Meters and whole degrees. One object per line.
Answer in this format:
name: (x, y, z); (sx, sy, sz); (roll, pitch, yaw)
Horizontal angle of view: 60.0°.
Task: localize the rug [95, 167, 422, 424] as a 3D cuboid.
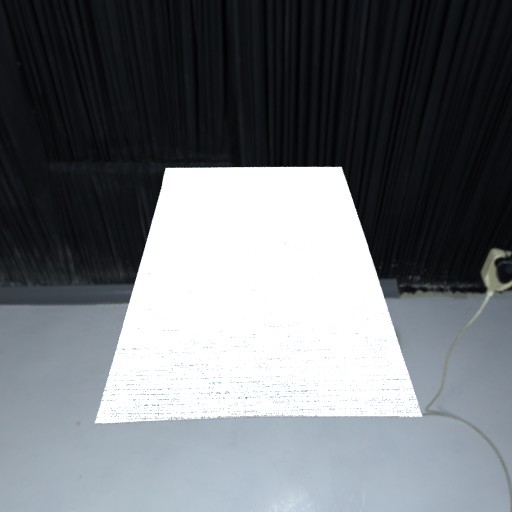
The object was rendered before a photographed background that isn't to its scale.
rug: (0.000, 0.000, 2.216); (1.149, 0.021, 1.773); (0, 41, -1)
